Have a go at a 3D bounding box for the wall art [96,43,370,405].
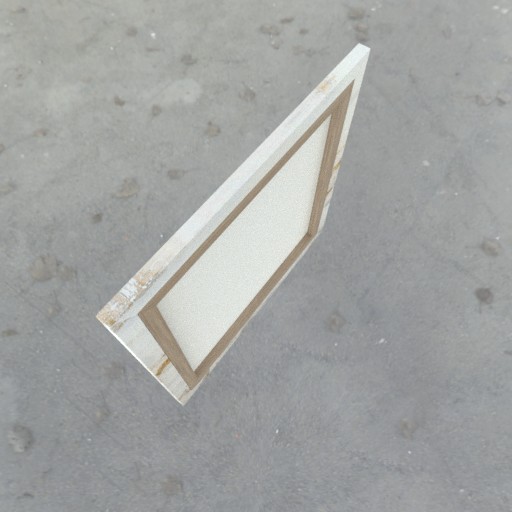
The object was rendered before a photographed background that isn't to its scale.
[{"bbox_3d":[0.000,0.000,1.516,0.040,1.018,1.015,34,68,16],"label":"wall art"}]
